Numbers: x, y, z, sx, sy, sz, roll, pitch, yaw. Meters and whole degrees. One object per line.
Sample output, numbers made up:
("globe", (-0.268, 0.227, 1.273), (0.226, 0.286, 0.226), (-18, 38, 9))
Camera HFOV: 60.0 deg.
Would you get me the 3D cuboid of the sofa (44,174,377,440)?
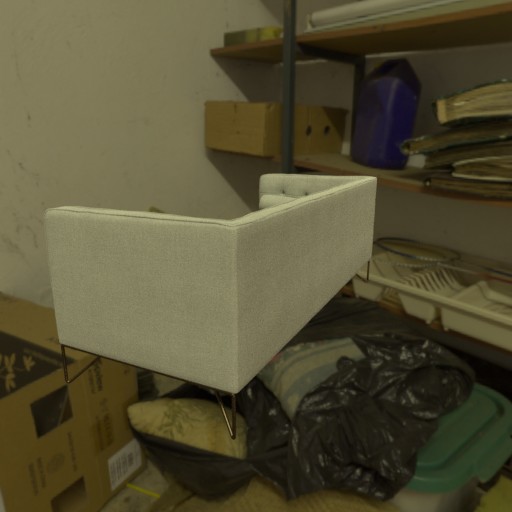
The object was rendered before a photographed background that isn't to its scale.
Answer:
("sofa", (0.000, 0.000, 2.563), (0.912, 0.798, 2.079), (7, 16, 26))
